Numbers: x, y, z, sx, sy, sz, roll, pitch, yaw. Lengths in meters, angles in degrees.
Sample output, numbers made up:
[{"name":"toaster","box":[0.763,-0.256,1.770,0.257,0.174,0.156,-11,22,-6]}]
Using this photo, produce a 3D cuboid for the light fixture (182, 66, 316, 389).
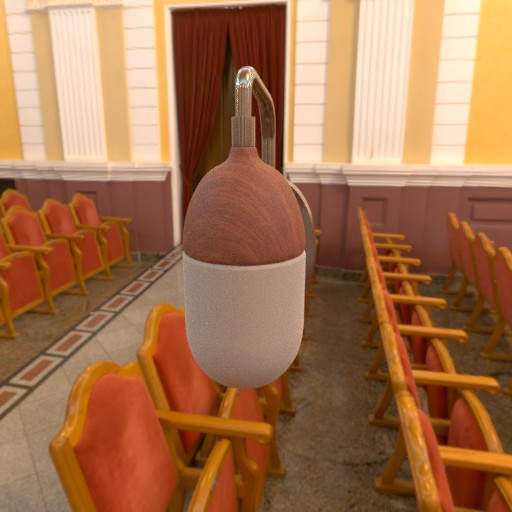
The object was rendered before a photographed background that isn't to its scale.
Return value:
[{"name":"light fixture","box":[0.000,0.000,0.443,0.108,0.343,0.216,3,16,10]}]
